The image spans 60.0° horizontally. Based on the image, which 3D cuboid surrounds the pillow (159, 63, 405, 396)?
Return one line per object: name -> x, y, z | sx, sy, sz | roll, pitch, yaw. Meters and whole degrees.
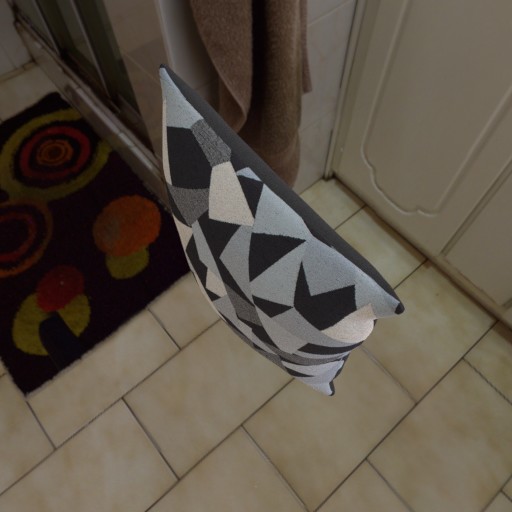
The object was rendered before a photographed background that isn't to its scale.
pillow -> 0.000, 0.000, 0.782 | 0.208, 0.496, 0.503 | -35, 68, -17
